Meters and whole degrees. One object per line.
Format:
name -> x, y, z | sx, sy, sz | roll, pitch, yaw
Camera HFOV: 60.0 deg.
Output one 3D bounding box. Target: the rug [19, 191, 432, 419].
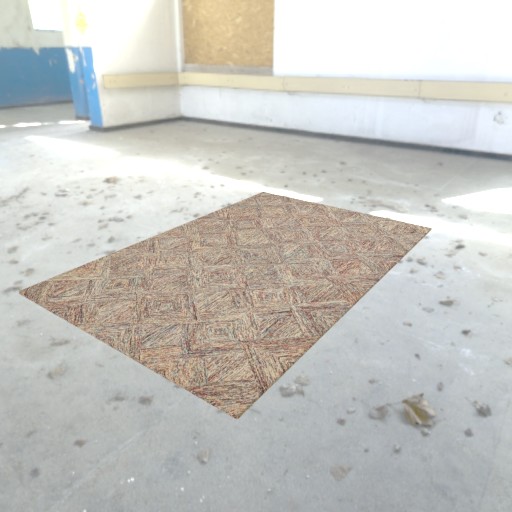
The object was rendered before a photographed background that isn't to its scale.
rug -> 0.000, 0.000, 2.830 | 1.523, 0.019, 2.285 | 17, 30, 33
